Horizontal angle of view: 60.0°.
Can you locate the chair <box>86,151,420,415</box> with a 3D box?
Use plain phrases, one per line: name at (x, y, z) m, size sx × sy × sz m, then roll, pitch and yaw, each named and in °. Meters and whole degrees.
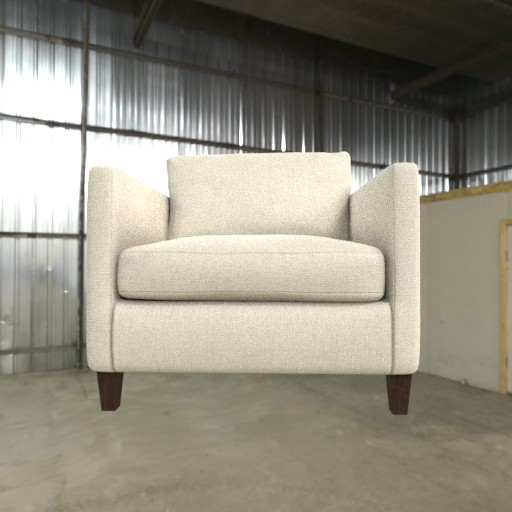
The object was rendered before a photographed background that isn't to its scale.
chair at (0.000, 0.000, 1.720) m, size 0.996 × 0.919 × 0.959 m, roll 0°, pitch 0°, yaw 2°
